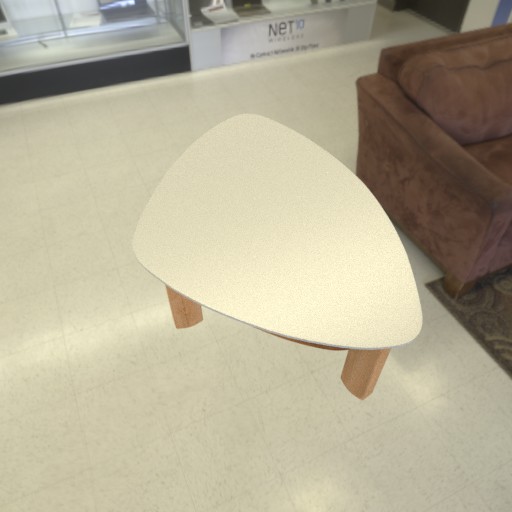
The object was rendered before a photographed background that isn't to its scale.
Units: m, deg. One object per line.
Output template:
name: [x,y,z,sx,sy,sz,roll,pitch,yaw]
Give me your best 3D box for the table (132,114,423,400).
table: [0.000,0.000,1.676,0.850,0.440,1.250,-16,49,-15]
